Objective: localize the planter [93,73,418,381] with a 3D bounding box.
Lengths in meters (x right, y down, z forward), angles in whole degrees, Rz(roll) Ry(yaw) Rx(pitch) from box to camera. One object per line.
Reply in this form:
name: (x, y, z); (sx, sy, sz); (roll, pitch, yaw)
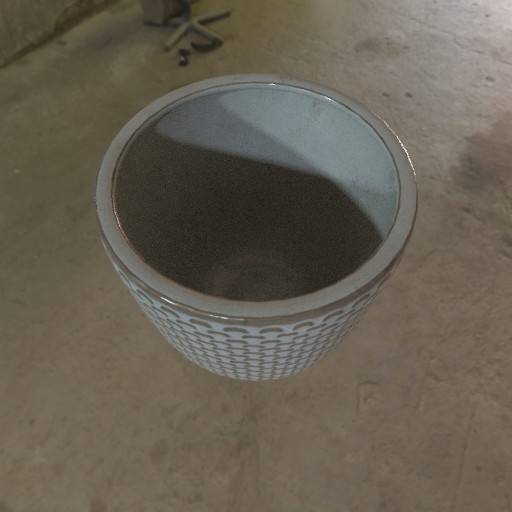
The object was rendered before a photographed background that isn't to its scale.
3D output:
planter: (0.000, 0.000, 0.348); (0.197, 0.191, 0.197); (0, 58, 0)
